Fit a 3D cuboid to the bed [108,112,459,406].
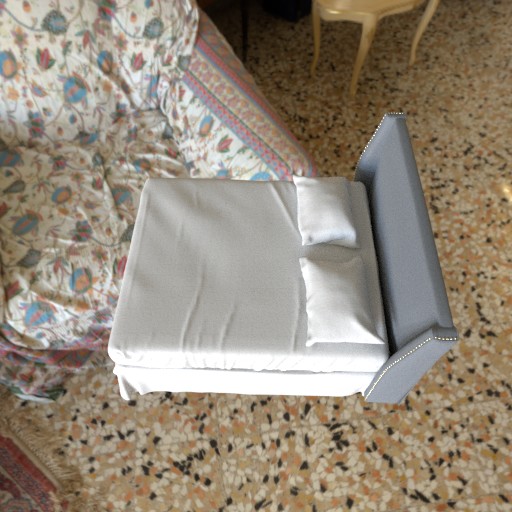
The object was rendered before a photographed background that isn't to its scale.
[{"bbox_3d":[0.000,0.000,3.462,2.276,1.332,1.925,1,56,1],"label":"bed"}]
